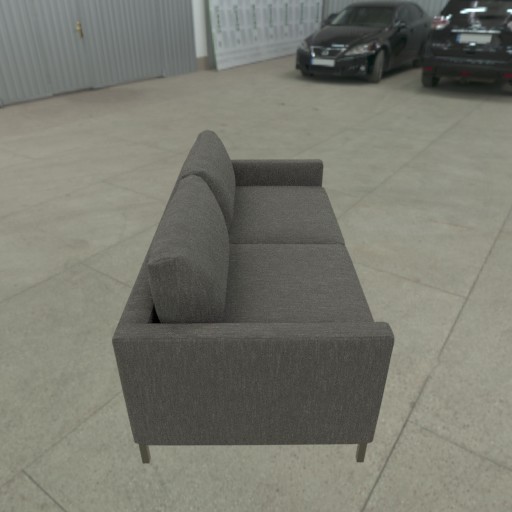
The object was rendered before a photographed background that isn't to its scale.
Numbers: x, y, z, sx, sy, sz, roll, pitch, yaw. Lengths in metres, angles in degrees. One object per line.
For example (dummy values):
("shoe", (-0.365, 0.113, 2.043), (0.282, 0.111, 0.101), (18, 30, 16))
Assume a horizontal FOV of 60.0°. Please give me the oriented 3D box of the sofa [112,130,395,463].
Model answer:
("sofa", (0.000, 0.000, 2.121), (0.875, 0.840, 1.682), (0, 31, 0))
